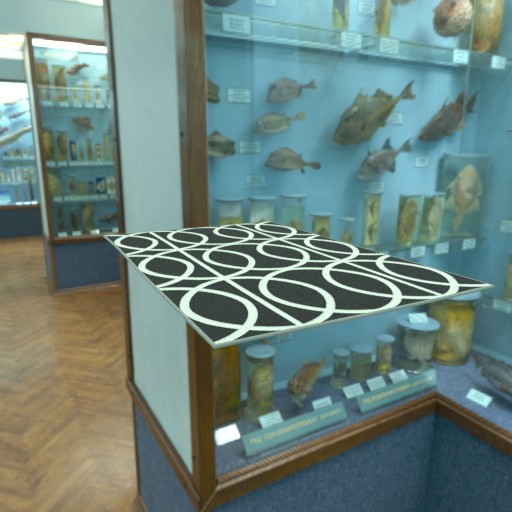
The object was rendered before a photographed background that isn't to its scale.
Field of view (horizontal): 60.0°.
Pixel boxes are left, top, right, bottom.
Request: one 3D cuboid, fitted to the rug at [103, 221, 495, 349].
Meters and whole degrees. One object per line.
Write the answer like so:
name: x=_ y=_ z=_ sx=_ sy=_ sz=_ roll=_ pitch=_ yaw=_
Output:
rug: x=0.000 y=0.000 z=2.853 sx=1.526 sy=0.014 sz=2.290 roll=-7 pitch=15 yaw=-27
